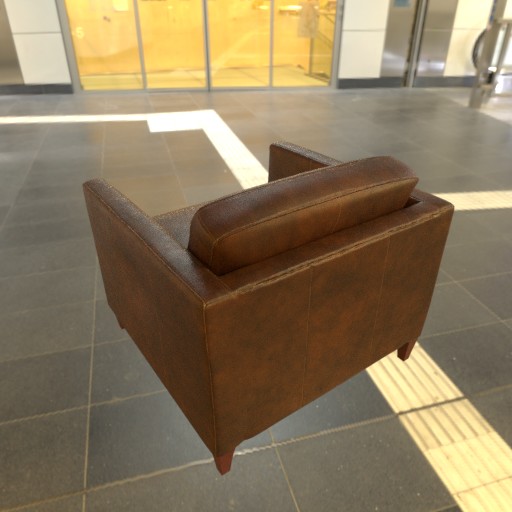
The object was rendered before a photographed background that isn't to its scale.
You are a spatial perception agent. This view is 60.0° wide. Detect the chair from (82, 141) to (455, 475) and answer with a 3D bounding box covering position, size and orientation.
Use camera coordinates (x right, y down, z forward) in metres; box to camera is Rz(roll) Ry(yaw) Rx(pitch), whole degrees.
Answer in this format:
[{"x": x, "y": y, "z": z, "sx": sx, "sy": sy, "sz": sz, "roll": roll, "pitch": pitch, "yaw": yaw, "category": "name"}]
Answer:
[{"x": 0.000, "y": 0.000, "z": 1.739, "sx": 0.990, "sy": 0.864, "sz": 0.975, "roll": -20, "pitch": 36, "yaw": -30, "category": "chair"}]
